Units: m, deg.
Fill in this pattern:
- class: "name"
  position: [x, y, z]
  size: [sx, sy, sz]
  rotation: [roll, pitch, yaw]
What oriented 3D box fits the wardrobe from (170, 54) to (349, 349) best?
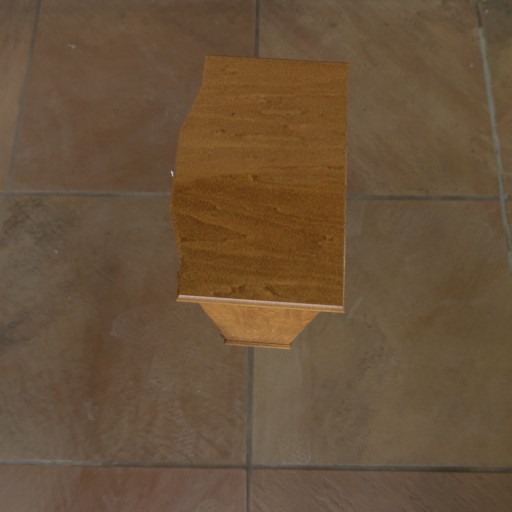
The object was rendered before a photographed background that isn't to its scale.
- class: "wardrobe"
  position: [0.000, 0.000, 1.122]
  size: [0.273, 0.959, 0.406]
  rotation: [4, 75, 1]
